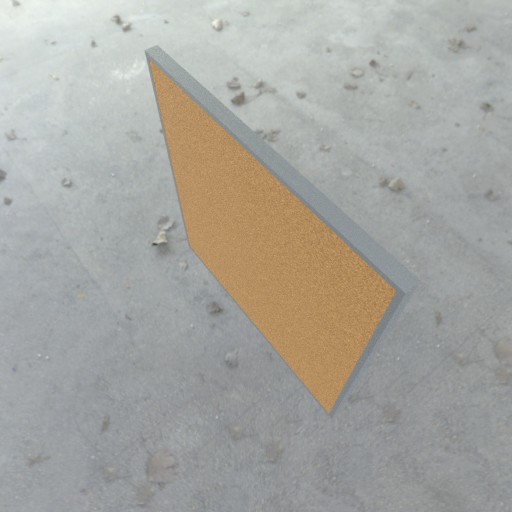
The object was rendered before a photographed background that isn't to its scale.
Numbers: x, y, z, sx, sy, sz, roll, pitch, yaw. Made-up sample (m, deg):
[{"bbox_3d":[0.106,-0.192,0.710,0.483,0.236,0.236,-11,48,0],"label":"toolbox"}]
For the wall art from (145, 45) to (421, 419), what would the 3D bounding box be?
[{"bbox_3d":[0.000,0.000,1.202,0.038,0.807,0.809,-33,63,-19],"label":"wall art"}]
